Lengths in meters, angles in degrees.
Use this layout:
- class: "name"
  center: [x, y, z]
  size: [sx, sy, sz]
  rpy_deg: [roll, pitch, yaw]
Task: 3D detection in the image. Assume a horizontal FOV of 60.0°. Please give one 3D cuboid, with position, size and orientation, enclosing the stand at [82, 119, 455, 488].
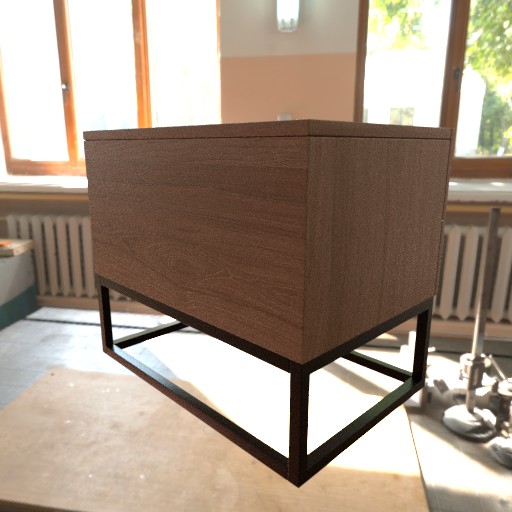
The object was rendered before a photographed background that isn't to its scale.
- class: "stand"
  center: [0.000, 0.000, 0.913]
  size: [0.420, 0.500, 0.600]
  rpy_deg: [-13, 19, -43]
